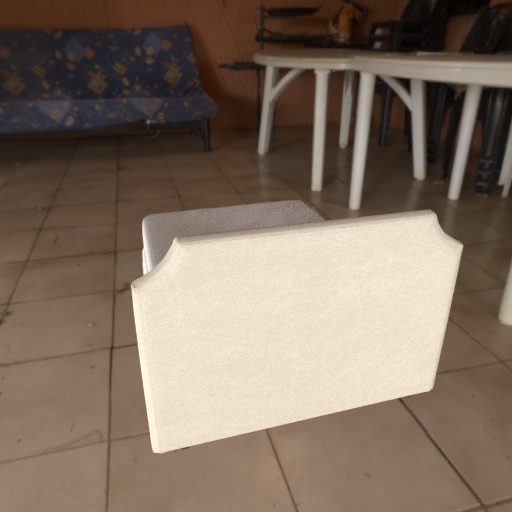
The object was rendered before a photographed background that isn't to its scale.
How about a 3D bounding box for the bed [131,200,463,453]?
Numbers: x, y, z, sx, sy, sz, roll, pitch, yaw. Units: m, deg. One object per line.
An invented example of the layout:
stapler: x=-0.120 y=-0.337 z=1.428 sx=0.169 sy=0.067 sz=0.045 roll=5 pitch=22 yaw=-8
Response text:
bed: x=0.000 y=0.000 z=3.362 sx=1.828 sy=1.297 sz=2.164 roll=-7 pitch=27 yaw=-15
